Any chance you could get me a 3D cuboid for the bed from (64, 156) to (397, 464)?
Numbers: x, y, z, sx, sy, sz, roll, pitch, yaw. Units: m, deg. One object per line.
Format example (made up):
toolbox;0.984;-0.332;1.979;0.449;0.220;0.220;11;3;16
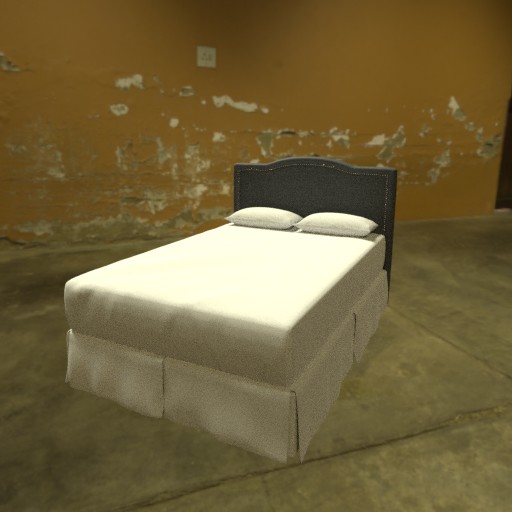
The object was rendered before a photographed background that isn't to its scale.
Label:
bed;0.000;0.000;3.503;1.747;1.441;2.507;8;17;26
